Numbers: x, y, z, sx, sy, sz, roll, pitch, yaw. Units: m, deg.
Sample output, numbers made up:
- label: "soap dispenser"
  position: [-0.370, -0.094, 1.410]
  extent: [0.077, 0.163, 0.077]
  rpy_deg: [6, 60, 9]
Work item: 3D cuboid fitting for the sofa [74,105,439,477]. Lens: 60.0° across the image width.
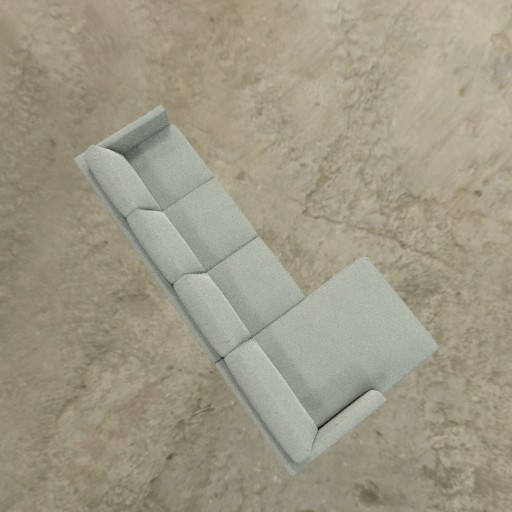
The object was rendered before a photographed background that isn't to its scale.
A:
- label: "sofa"
  position: [0.000, 0.000, 3.947]
  extent: [1.650, 0.922, 3.205]
  rpy_deg: [-35, 79, -8]
